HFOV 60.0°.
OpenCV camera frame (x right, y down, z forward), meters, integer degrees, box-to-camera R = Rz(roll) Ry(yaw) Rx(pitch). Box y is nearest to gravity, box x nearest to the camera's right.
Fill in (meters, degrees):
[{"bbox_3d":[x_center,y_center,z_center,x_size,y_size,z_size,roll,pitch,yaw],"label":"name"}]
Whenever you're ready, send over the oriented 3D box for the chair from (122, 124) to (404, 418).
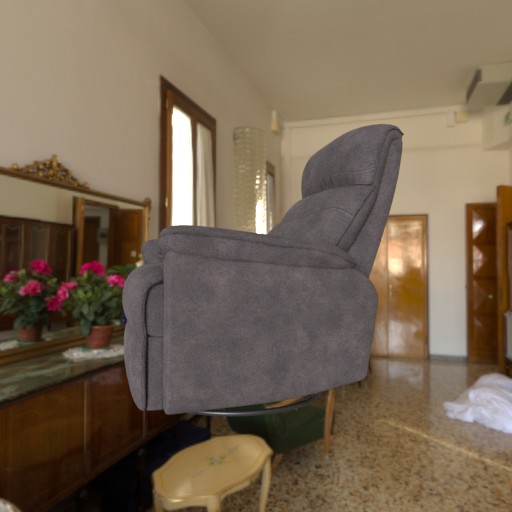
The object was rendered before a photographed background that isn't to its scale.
[{"bbox_3d":[0.000,0.000,1.754,1.009,1.035,0.830,0,-1,-18],"label":"chair"}]
